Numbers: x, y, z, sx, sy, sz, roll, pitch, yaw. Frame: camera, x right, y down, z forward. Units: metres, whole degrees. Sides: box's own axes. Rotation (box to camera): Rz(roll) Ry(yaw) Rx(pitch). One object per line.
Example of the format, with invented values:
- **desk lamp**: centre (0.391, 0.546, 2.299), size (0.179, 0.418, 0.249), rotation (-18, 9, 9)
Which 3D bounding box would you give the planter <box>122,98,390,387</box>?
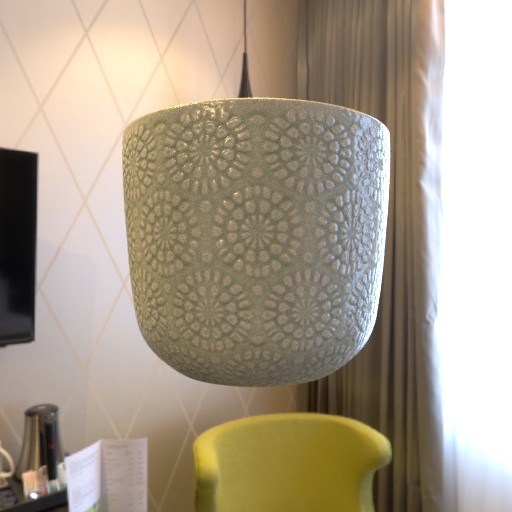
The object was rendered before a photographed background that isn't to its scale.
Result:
- **planter**: centre (0.000, 0.000, 0.214), size (0.124, 0.109, 0.124), rotation (0, -1, 0)
